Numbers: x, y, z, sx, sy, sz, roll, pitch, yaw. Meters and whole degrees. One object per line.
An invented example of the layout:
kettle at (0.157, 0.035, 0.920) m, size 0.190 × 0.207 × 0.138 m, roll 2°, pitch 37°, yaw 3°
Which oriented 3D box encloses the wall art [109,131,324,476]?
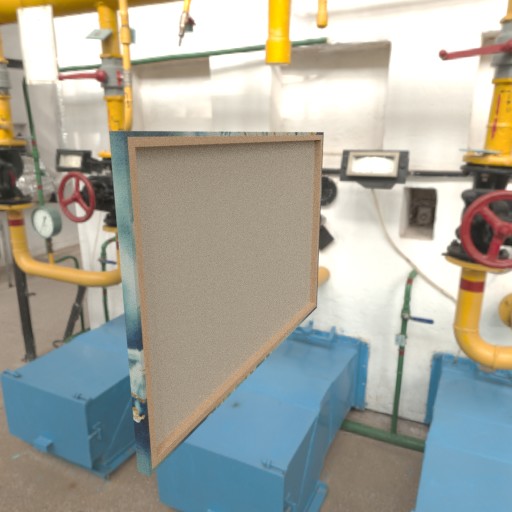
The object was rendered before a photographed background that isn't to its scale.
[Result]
wall art at (0.000, 0.000, 1.407) m, size 0.035 × 0.759 × 1.138 m, roll 8°, pitch 17°, yaw 26°
